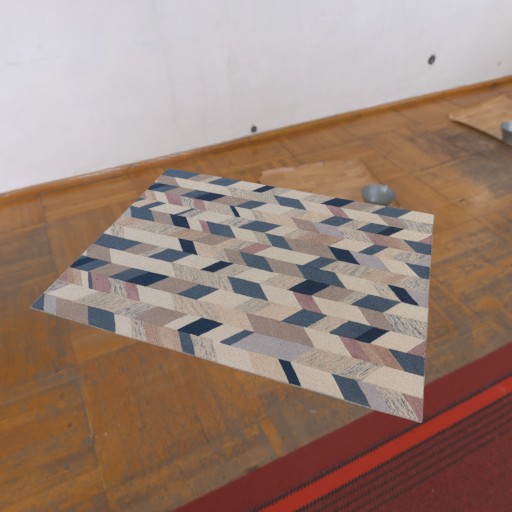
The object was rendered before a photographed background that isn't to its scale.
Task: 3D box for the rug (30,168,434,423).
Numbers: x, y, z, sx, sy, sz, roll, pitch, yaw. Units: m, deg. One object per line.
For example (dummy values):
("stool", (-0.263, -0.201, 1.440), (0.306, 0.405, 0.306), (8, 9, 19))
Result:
("rug", (0.000, 0.000, 4.089), (3.072, 0.011, 2.451), (12, 42, 14))
